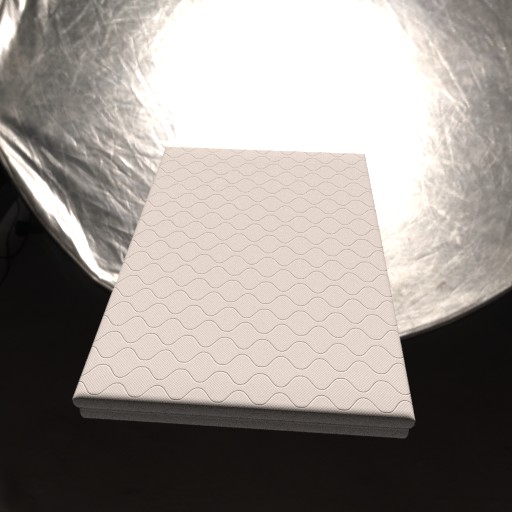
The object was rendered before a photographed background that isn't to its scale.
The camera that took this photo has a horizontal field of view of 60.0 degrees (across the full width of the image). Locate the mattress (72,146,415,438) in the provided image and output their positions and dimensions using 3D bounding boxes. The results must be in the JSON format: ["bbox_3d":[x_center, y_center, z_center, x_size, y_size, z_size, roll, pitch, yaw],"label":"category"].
[{"bbox_3d":[0.000,0.000,2.501,1.400,0.200,1.900,3,46,3],"label":"mattress"}]
